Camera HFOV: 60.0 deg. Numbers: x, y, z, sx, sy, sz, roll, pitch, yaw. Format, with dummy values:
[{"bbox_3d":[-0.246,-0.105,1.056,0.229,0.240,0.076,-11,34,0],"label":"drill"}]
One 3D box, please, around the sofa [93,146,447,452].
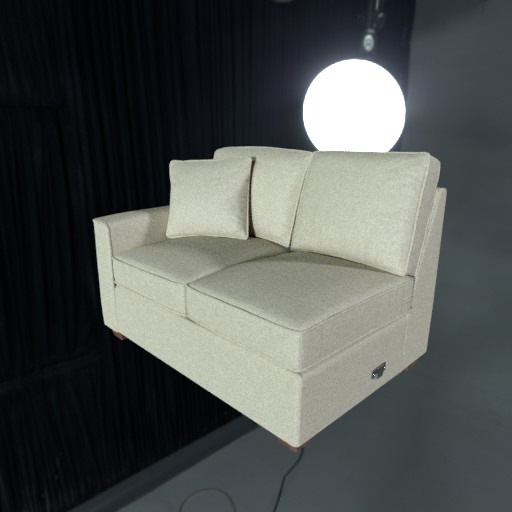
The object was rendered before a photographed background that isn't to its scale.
[{"bbox_3d":[0.000,0.000,2.110,0.991,0.989,1.388,-15,22,-43],"label":"sofa"}]
